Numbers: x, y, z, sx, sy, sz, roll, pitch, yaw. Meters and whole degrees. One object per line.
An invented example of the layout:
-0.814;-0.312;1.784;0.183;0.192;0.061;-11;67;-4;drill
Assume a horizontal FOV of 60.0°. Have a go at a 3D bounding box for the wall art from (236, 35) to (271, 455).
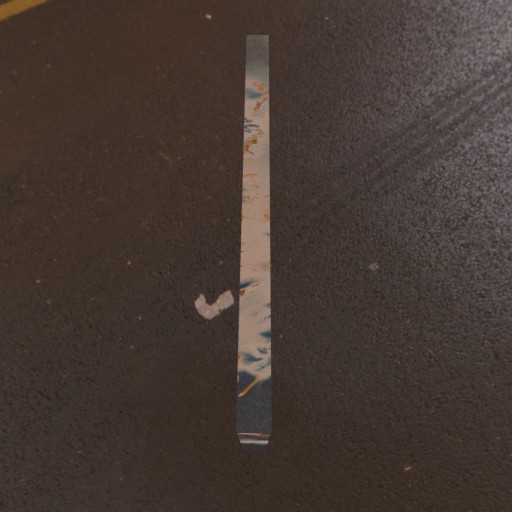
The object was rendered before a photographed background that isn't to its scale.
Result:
0.000;0.000;0.769;0.036;0.405;0.607;0;63;0;wall art
